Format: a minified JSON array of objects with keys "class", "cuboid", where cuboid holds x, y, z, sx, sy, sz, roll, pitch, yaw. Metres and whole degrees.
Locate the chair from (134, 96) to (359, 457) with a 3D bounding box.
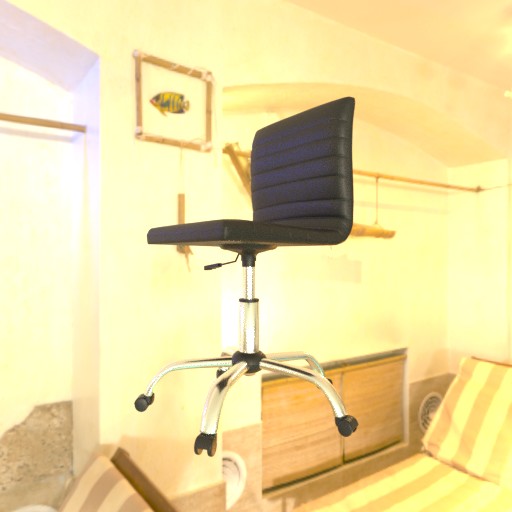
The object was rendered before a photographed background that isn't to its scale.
[{"class":"chair","cuboid":[0.000,0.000,1.139,0.530,0.780,0.556,0,0,-36]}]
